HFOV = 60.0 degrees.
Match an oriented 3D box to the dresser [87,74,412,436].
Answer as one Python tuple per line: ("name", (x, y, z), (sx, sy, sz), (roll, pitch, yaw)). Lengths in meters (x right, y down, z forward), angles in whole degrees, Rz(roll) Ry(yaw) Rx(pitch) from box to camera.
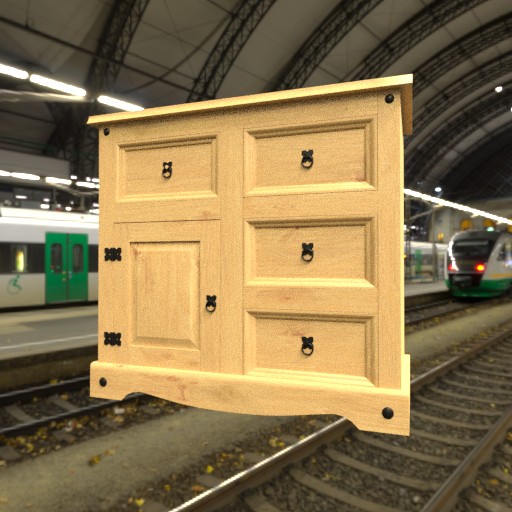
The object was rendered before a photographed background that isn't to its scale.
("dresser", (0.000, 0.000, 1.371), (0.915, 0.835, 0.440), (0, -1, 19))
